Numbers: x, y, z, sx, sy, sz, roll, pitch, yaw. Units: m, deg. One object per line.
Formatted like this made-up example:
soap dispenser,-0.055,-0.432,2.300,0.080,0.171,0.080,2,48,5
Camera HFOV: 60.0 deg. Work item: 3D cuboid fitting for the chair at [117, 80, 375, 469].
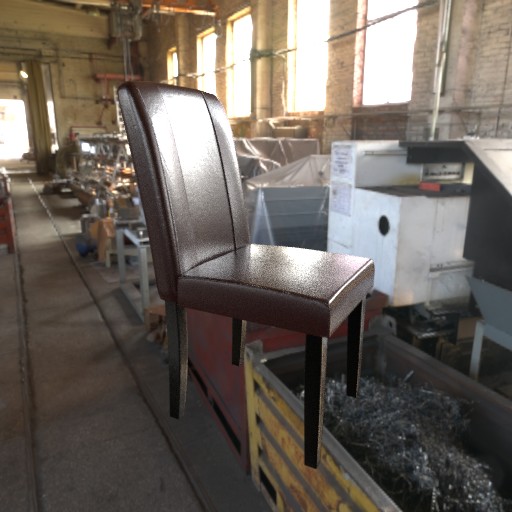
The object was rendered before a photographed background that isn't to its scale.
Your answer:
chair,0.000,0.000,1.205,0.556,0.897,0.399,8,17,27
